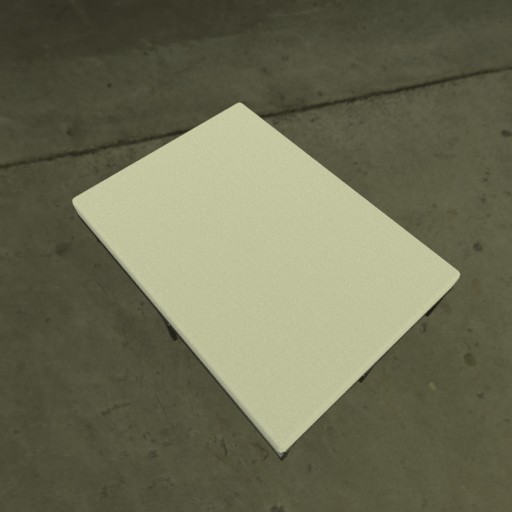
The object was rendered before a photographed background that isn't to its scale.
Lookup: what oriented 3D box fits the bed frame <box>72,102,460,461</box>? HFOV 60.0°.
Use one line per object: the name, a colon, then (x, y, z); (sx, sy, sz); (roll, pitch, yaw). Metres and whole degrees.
bed frame: (0.000, 0.000, 3.826); (2.205, 0.680, 2.842); (-30, 63, -17)
